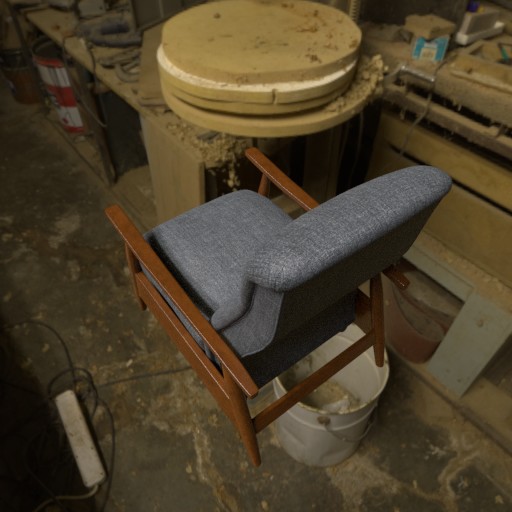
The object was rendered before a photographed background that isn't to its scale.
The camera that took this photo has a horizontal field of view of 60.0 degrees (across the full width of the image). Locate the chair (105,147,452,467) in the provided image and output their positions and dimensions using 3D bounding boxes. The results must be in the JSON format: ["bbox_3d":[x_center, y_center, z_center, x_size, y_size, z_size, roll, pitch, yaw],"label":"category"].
[{"bbox_3d":[0.000,0.000,1.722,0.762,1.082,1.030,-29,53,-25],"label":"chair"}]
